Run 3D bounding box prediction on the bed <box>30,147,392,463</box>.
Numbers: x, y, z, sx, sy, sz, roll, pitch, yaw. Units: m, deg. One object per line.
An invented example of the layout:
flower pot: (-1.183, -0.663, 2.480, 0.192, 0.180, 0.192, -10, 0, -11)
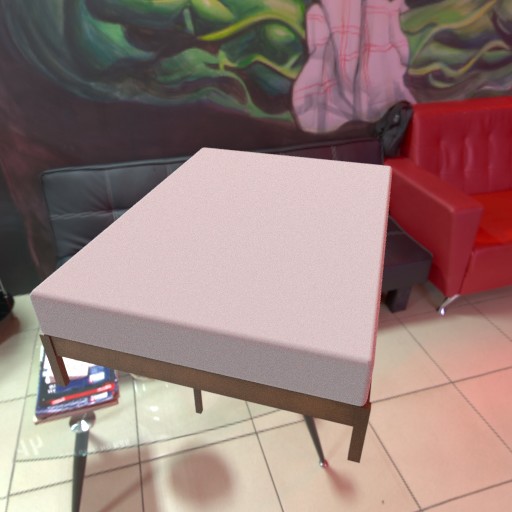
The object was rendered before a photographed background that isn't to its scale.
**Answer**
bed: (0.000, 0.000, 2.755, 1.529, 0.593, 2.050, 9, 34, 14)
